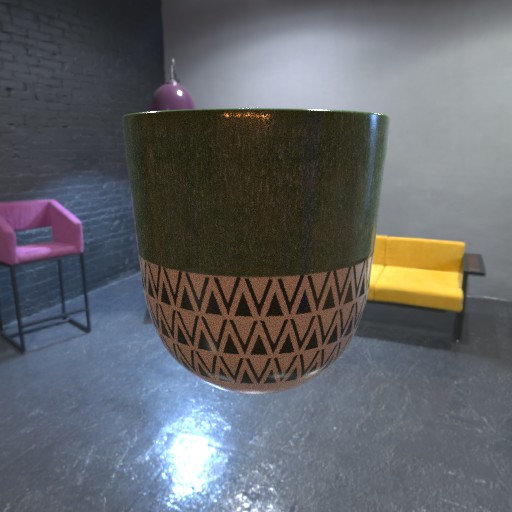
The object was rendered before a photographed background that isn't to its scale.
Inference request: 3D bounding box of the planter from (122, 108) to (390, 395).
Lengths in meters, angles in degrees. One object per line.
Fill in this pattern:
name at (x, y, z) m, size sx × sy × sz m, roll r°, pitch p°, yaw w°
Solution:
planter at (0.000, 0.000, 0.361) m, size 0.195 × 0.214 × 0.195 m, roll 0°, pitch 14°, yaw 0°
